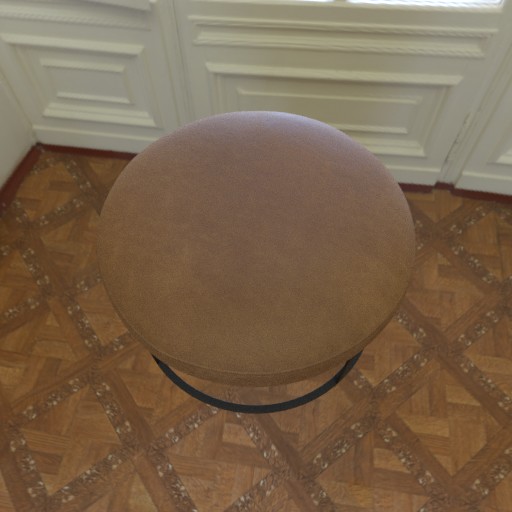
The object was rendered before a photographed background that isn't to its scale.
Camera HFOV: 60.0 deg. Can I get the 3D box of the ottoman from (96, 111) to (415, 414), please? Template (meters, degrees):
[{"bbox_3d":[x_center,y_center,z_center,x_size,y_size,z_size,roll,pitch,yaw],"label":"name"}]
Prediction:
[{"bbox_3d":[0.000,0.000,1.215,0.771,0.460,0.771,0,58,0],"label":"ottoman"}]
